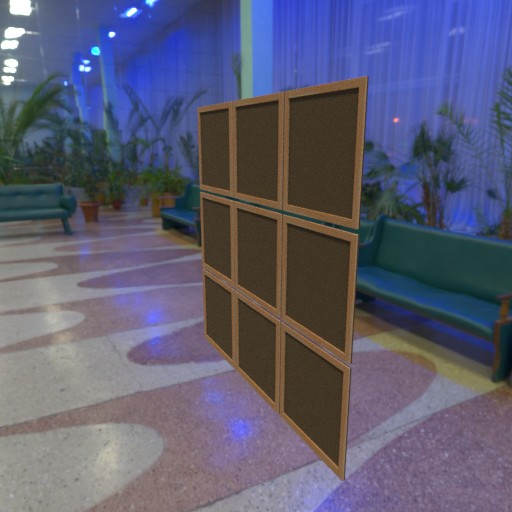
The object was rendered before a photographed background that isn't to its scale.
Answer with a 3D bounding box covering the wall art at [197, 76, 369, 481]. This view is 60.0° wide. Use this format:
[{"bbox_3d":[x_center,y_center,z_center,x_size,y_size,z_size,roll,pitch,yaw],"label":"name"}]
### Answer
[{"bbox_3d":[0.000,0.000,2.247,0.013,1.525,1.520,-7,16,-27],"label":"wall art"}]
